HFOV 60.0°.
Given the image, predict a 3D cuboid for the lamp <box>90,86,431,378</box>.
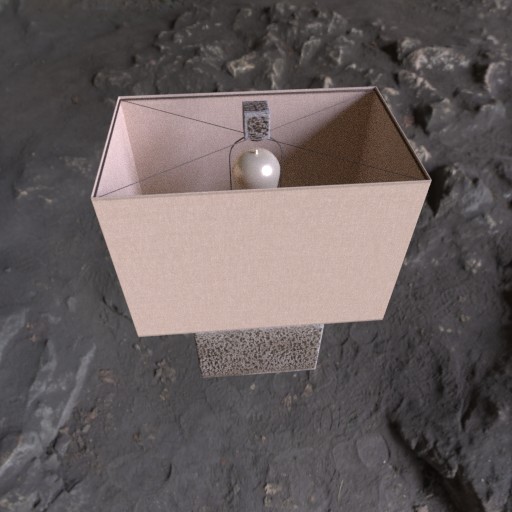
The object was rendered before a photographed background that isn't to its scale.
[{"bbox_3d":[0.000,0.000,0.570,0.294,0.411,0.180,-3,46,-3],"label":"lamp"}]
